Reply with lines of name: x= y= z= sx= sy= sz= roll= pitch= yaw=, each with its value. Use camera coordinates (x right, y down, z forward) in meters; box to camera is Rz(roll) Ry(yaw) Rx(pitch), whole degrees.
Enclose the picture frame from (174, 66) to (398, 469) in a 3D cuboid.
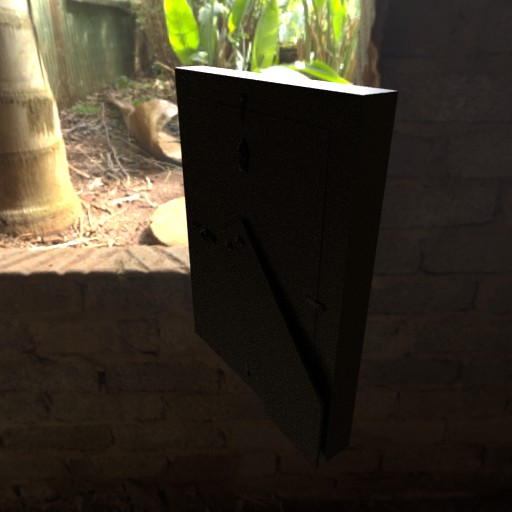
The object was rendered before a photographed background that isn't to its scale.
picture frame: x=0.000 y=0.000 z=0.276 sx=0.028 sy=0.208 sz=0.157 roll=-19 pitch=33 yaw=-32
